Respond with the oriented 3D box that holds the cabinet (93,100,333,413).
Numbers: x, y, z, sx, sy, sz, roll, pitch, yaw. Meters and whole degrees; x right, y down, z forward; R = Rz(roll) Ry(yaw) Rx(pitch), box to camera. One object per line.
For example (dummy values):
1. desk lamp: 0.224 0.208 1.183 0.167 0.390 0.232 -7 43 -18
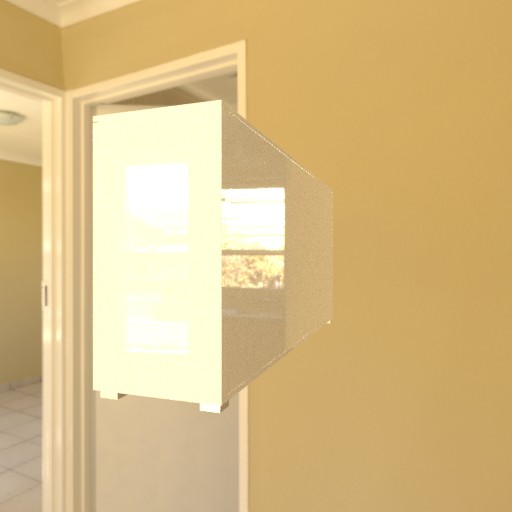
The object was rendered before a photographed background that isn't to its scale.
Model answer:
1. cabinet: 0.000 0.000 1.974 0.400 0.800 1.650 0 0 20
